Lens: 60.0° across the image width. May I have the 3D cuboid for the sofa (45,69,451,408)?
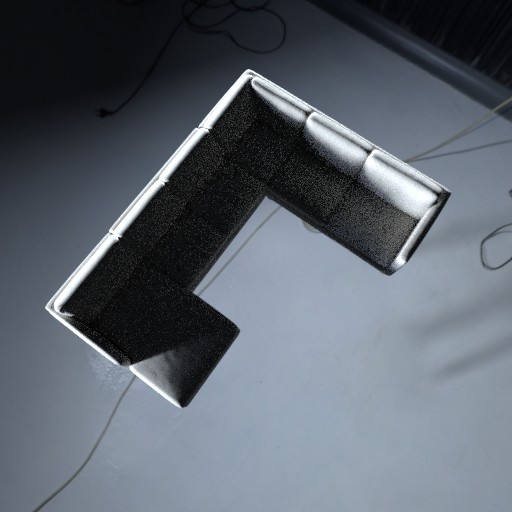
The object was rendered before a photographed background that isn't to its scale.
[{"bbox_3d":[0.000,0.000,4.492,2.551,0.853,3.238,34,77,9],"label":"sofa"}]
